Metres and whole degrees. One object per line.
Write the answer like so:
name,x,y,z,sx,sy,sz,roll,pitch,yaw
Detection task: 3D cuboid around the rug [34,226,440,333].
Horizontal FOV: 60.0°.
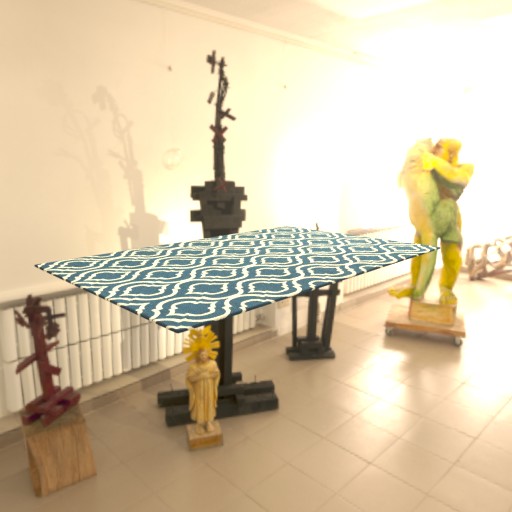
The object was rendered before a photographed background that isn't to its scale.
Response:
rug,0.000,0.000,2.249,1.753,0.010,1.143,-12,17,-43
